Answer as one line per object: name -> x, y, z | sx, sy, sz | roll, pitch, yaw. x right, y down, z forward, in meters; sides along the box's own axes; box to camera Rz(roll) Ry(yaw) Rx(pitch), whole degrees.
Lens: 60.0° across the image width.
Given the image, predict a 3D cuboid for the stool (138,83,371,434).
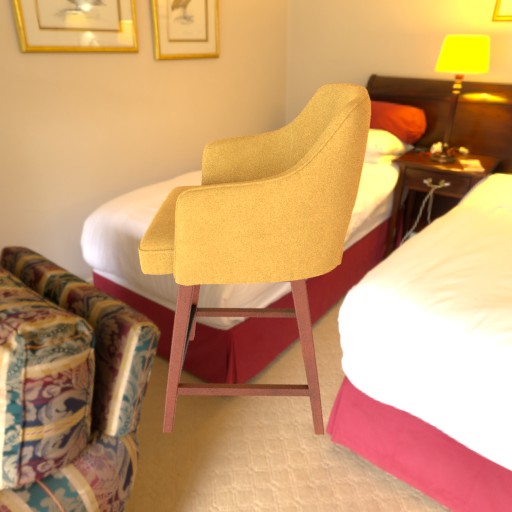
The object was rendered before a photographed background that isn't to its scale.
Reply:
stool -> 0.000, 0.000, 1.289 | 0.558, 0.924, 0.548 | 0, 26, 1
